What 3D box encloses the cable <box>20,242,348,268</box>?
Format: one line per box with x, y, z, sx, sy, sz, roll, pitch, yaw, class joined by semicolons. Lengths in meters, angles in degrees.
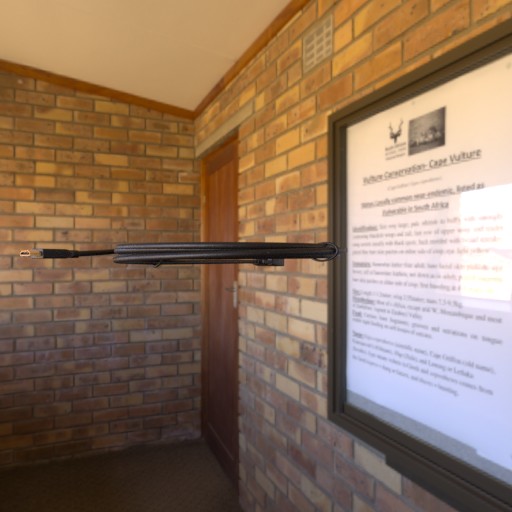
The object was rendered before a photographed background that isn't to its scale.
0.000;0.000;0.507;0.257;0.030;0.422;0;0;35;cable
